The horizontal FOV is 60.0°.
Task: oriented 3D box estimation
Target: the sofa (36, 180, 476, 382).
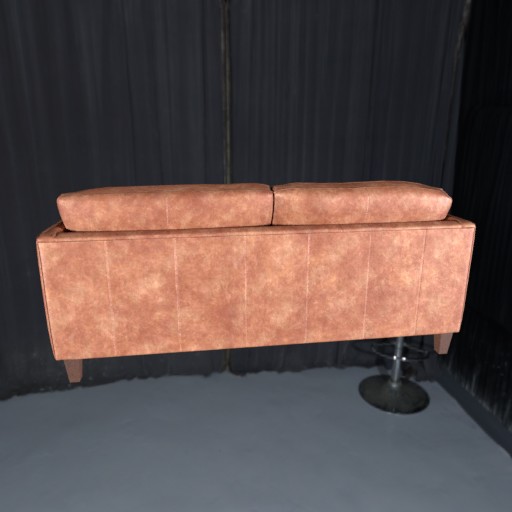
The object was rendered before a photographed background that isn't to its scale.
[{"bbox_3d":[0.000,0.000,2.426,1.971,0.863,0.923,-2,16,-8],"label":"sofa"}]
